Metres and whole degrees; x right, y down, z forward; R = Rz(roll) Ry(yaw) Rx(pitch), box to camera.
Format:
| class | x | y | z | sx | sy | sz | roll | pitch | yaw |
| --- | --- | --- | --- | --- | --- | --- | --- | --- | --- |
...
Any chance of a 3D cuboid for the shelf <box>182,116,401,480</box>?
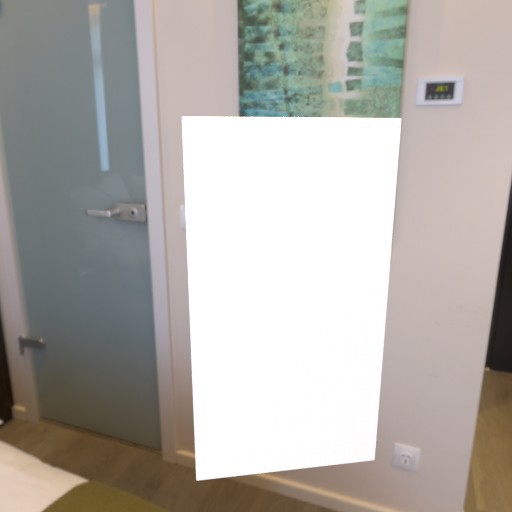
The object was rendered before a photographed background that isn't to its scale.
| class | x | y | z | sx | sy | sz | roll | pitch | yaw |
| --- | --- | --- | --- | --- | --- | --- | --- | --- | --- |
| shelf | 0.000 | 0.000 | 1.298 | 0.396 | 0.732 | 0.895 | -2 | 15 | -9 |
